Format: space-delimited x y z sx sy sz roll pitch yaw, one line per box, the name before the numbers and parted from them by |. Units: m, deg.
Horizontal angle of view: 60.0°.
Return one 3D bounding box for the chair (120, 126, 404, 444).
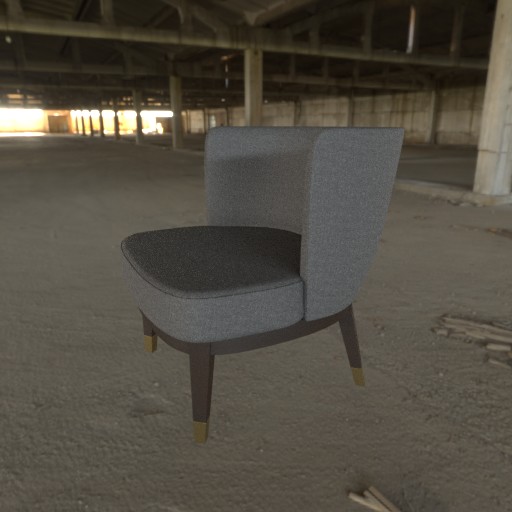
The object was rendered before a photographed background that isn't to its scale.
chair | 0.000 0.000 1.242 0.698 0.695 0.639 -8 18 -25
